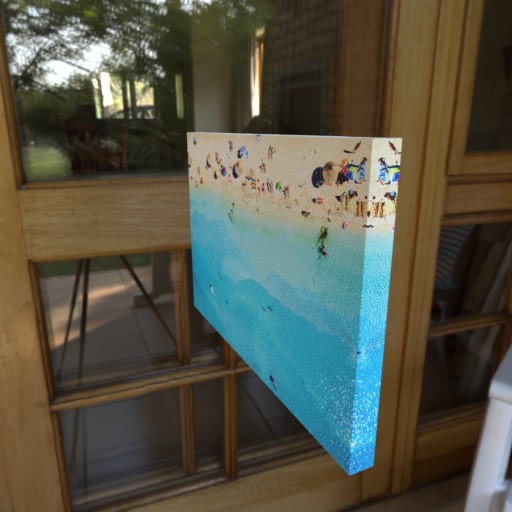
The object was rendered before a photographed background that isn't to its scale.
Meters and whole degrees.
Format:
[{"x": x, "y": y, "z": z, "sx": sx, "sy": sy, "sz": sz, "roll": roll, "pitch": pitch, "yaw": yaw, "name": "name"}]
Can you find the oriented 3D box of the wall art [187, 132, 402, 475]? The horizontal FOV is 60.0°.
[{"x": 0.000, "y": 0.000, "z": 1.122, "sx": 0.057, "sy": 0.595, "sz": 0.894, "roll": -8, "pitch": 18, "yaw": -25, "name": "wall art"}]
